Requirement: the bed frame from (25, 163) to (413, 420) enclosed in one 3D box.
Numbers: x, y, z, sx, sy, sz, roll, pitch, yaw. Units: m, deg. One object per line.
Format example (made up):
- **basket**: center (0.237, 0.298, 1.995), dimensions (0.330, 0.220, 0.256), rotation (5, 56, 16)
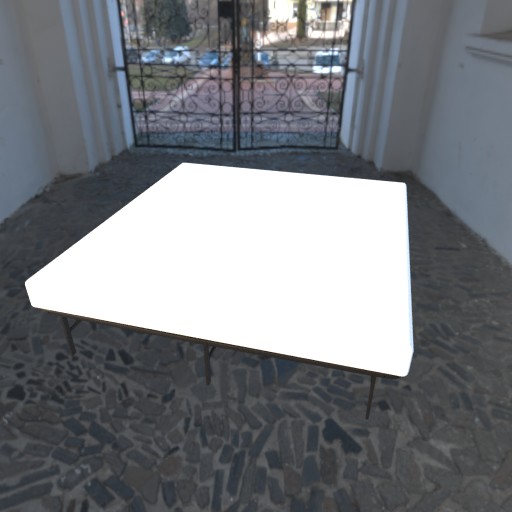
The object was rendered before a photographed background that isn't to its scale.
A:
- **bed frame**: center (0.000, 0.000, 3.035), dimensions (1.935, 0.525, 2.033), rotation (8, 31, 13)
